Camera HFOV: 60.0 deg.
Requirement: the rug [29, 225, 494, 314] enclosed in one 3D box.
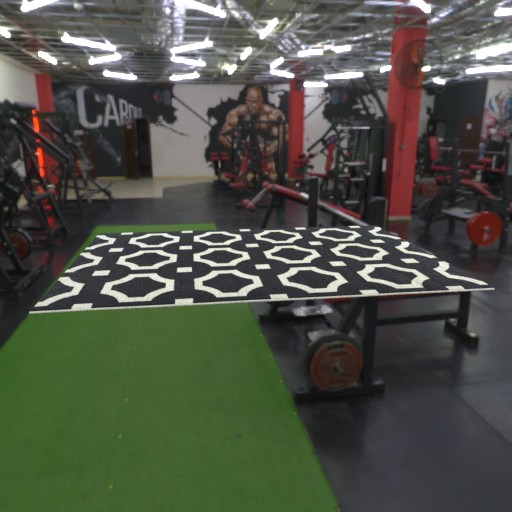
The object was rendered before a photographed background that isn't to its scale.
[{"bbox_3d":[0.000,0.000,2.890,2.286,0.016,1.555,-2,16,-8],"label":"rug"}]
